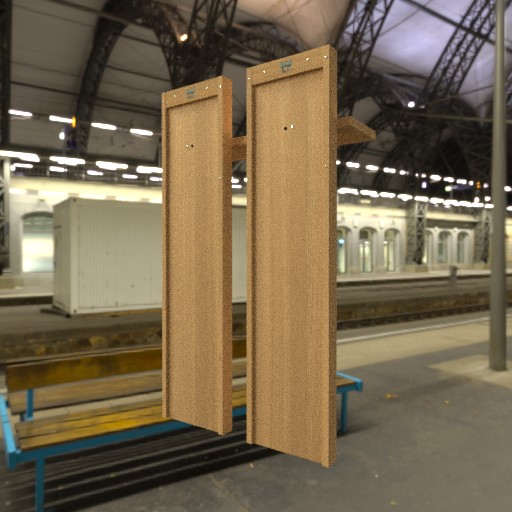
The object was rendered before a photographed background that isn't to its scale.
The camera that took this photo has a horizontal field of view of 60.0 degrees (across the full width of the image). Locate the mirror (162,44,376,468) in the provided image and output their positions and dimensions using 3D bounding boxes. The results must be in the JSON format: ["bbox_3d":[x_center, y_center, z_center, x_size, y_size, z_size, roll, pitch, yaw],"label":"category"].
[{"bbox_3d":[0.000,0.000,1.616,0.800,1.250,0.260,0,1,35],"label":"mirror"}]
